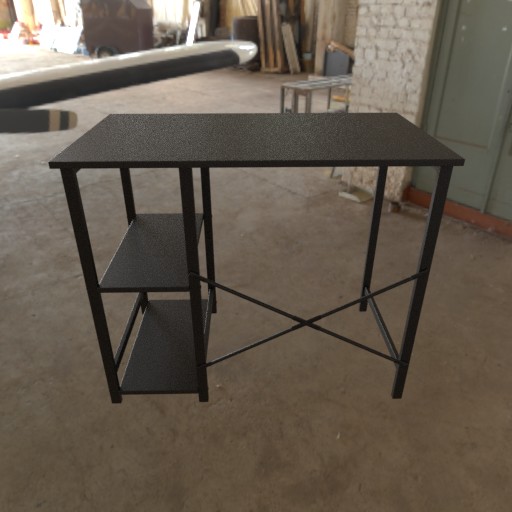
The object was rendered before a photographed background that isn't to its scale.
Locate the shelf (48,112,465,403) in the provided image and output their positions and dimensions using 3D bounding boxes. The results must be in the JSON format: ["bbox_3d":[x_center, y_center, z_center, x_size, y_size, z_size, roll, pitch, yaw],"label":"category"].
[{"bbox_3d":[0.000,0.000,1.356,0.902,0.749,0.498,-1,29,-1],"label":"shelf"}]
